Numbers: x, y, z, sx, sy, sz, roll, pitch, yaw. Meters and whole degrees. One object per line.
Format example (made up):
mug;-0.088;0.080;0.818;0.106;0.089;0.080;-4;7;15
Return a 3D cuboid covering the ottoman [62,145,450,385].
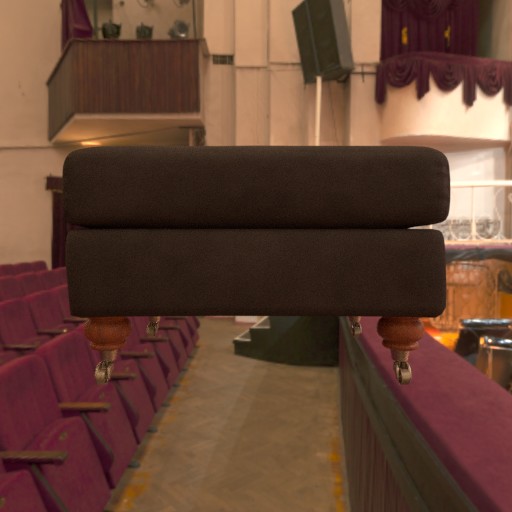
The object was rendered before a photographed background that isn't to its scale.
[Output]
ottoman;0.000;0.000;1.123;0.773;0.497;0.574;0;2;0
